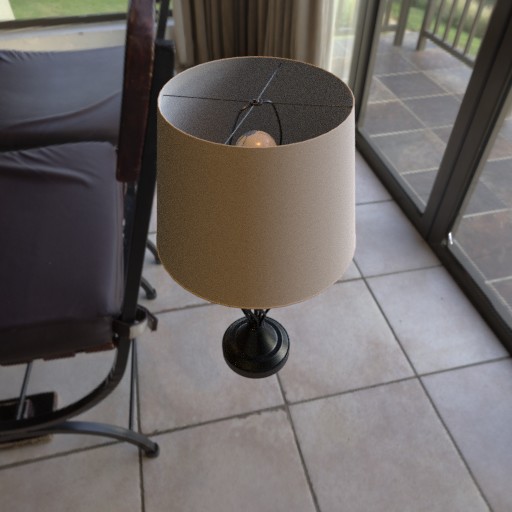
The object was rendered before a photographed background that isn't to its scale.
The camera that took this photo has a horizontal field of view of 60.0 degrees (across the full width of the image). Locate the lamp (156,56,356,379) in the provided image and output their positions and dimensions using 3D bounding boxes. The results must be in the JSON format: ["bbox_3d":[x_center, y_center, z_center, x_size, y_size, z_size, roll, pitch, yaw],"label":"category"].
[{"bbox_3d":[0.000,0.000,0.785,0.331,0.594,0.331,0,45,0],"label":"lamp"}]
